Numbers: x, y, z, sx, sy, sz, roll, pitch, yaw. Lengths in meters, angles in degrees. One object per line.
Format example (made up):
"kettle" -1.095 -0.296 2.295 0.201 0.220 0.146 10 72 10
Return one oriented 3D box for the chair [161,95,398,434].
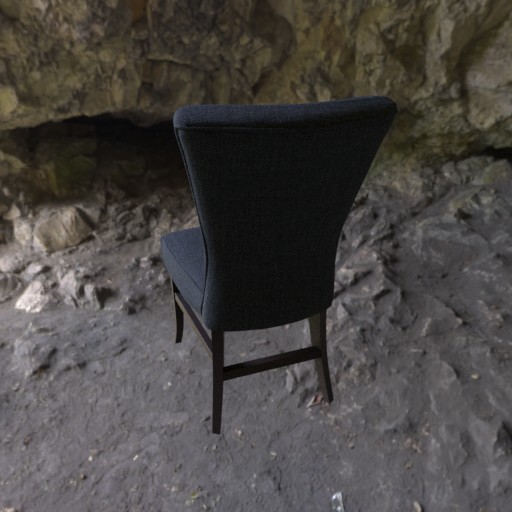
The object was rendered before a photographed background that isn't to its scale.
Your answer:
"chair" 0.000 0.000 1.383 0.520 0.991 0.660 -9 29 -17
